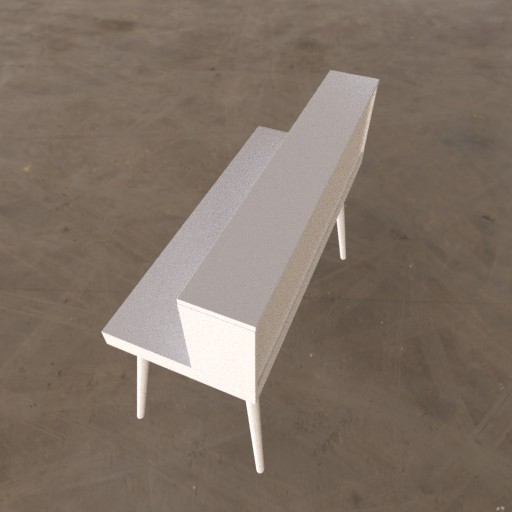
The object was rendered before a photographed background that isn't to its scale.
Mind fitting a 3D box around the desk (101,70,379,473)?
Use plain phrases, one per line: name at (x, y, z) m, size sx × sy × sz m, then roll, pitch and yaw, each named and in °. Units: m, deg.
desk at (0.000, 0.000, 1.740) m, size 0.559 × 0.990 × 1.199 m, roll 18°, pitch 50°, yaw 15°
